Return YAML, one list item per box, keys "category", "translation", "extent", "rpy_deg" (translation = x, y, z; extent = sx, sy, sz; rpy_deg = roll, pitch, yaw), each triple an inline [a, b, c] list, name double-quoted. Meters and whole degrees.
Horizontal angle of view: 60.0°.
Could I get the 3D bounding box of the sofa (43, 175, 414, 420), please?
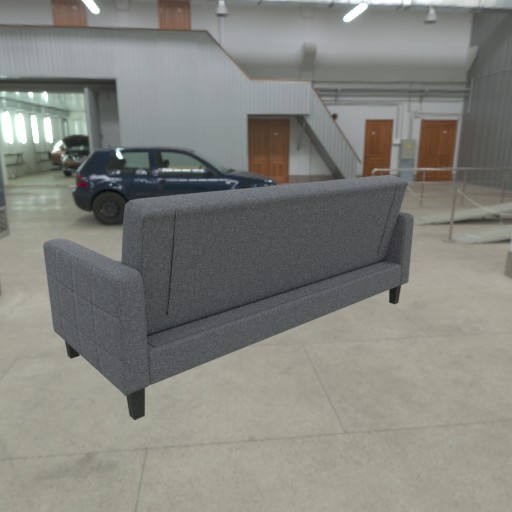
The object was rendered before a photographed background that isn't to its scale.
- category: "sofa"
  translation: [0.000, 0.000, 2.505]
  extent: [2.040, 0.850, 0.810]
  rpy_deg: [-13, 20, -40]
